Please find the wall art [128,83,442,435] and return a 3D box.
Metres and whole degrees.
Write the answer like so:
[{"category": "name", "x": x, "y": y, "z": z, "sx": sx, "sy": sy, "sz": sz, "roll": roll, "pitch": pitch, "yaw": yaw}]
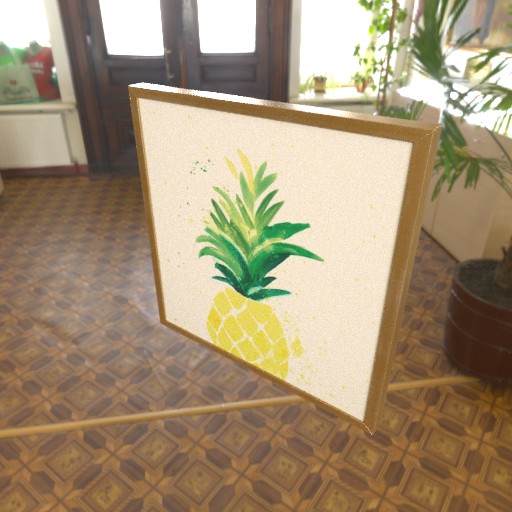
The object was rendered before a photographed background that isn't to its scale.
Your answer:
[{"category": "wall art", "x": 0.000, "y": 0.000, "z": 0.759, "sx": 0.510, "sy": 0.509, "sz": 0.033, "roll": 20, "pitch": 35, "yaw": 30}]
